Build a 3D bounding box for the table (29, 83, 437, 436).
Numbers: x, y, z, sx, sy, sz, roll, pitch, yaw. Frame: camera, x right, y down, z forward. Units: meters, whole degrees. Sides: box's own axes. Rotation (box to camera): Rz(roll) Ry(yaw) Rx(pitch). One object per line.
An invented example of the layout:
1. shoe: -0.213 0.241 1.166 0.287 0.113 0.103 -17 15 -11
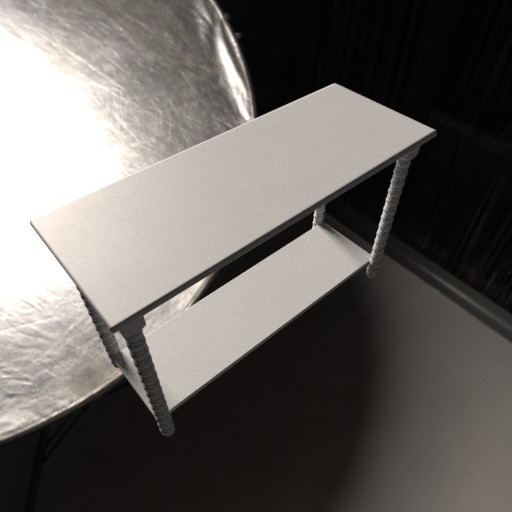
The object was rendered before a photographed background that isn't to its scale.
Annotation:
1. table: 0.000 0.000 1.567 1.184 0.740 0.459 -32 55 -27
